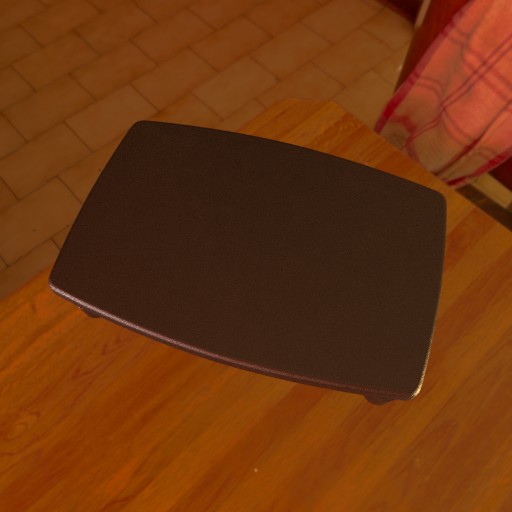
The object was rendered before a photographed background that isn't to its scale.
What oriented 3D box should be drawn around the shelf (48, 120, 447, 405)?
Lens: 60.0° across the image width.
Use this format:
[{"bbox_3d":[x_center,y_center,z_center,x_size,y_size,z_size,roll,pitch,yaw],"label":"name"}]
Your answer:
[{"bbox_3d":[0.000,0.000,0.533,0.410,0.100,0.280,15,65,7],"label":"shelf"}]
